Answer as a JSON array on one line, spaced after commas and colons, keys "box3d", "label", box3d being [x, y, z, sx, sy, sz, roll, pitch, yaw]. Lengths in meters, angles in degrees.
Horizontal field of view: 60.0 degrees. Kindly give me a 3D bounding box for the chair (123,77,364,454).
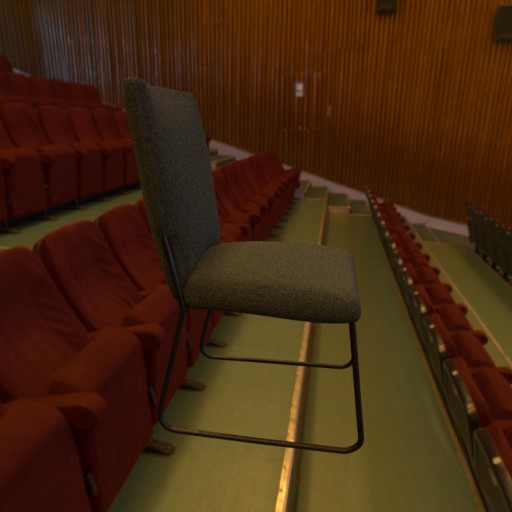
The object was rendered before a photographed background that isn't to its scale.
[{"box3d": [0.000, 0.000, 1.277, 0.635, 0.931, 0.480, 3, 16, 9], "label": "chair"}]
